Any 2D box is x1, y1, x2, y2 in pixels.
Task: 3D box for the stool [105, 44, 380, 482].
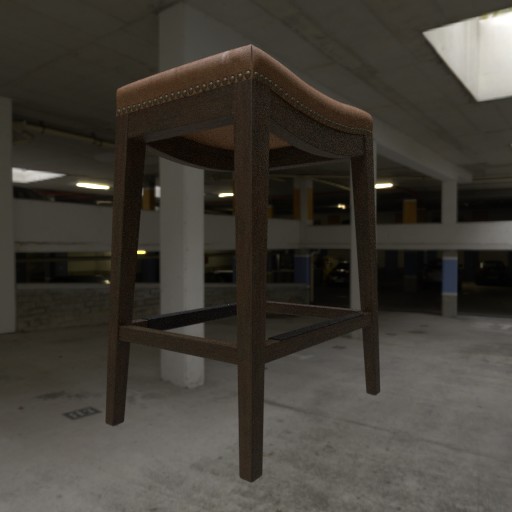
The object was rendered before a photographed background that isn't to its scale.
[{"bbox_3d":[0.000,0.000,0.948,0.361,0.660,0.500,1,2,37],"label":"stool"}]
